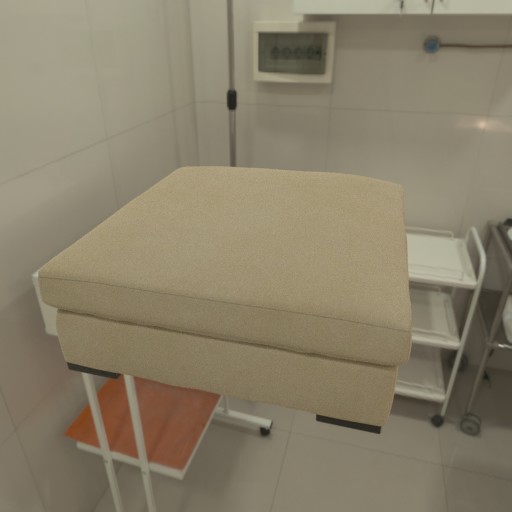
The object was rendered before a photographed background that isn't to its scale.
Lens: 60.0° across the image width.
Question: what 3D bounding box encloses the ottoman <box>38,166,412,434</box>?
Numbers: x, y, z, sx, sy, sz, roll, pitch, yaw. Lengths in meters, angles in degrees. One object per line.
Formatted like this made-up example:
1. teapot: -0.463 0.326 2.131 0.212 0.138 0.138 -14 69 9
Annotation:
1. ottoman: 0.000 0.000 1.867 1.190 0.522 1.205 7 29 13
